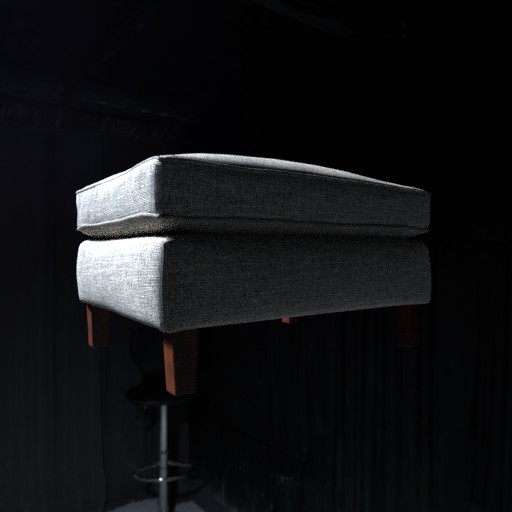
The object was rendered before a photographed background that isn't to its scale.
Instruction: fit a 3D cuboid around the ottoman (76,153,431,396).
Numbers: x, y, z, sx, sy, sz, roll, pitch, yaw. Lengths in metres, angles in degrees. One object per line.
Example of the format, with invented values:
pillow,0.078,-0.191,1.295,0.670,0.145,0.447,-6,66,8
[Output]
ottoman,0.000,0.000,1.005,0.686,0.406,0.508,0,1,-36
